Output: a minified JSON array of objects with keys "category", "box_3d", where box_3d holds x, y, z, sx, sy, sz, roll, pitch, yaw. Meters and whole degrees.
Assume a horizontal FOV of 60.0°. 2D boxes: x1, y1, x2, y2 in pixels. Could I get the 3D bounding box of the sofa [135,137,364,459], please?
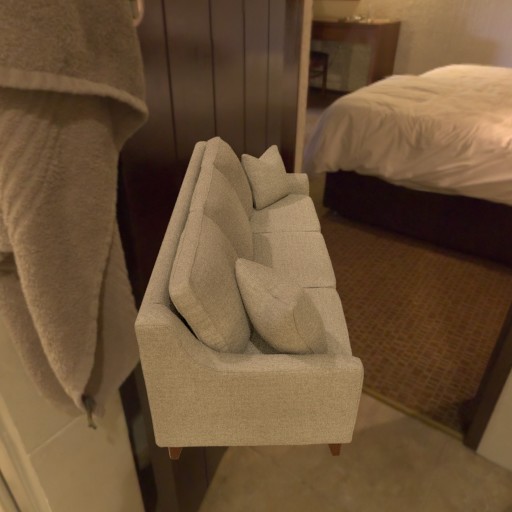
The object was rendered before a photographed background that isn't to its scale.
[{"category":"sofa","box_3d":[0.000,0.000,2.554,0.865,0.914,2.031,0,32,0]}]
